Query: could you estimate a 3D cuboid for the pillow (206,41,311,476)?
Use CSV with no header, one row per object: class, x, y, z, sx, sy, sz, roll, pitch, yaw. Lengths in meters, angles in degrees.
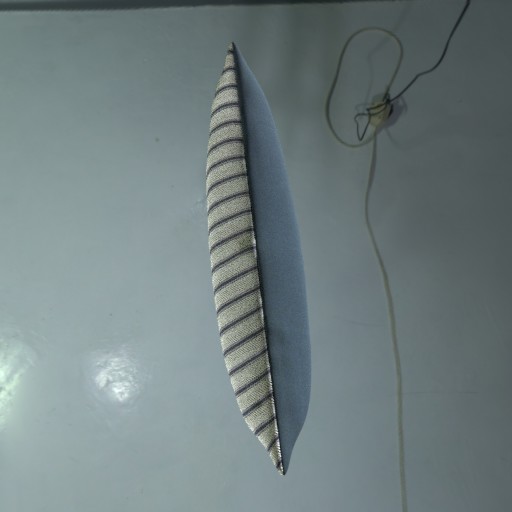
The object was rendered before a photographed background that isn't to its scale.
pillow,0.000,0.000,0.734,0.151,0.305,0.609,-6,76,-2
